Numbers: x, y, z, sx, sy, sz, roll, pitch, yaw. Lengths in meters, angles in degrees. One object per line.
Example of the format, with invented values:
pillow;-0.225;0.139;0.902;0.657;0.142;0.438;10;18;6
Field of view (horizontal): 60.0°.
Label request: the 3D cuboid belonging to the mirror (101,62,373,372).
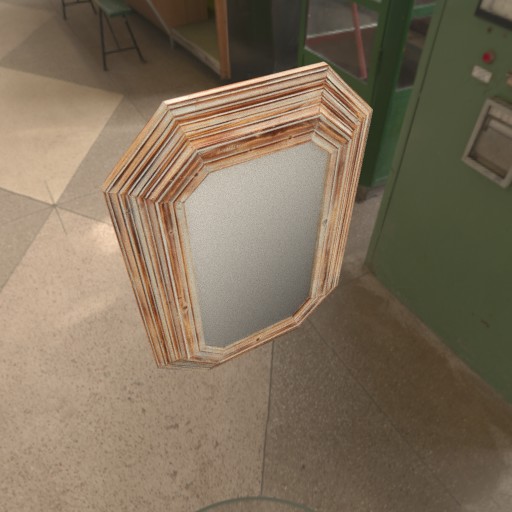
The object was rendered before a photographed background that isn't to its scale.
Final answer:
mirror;0.000;0.000;1.284;0.709;1.015;0.061;-22;50;-20
